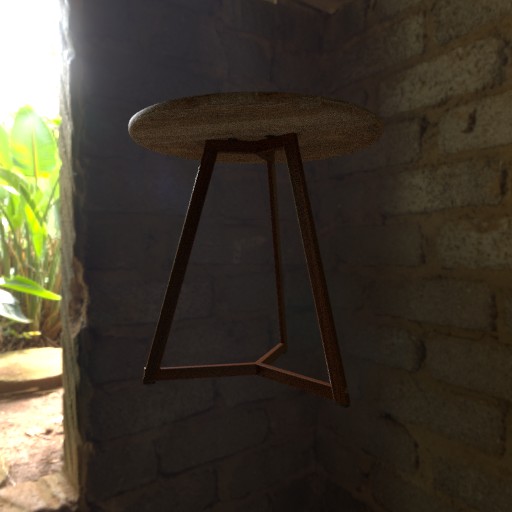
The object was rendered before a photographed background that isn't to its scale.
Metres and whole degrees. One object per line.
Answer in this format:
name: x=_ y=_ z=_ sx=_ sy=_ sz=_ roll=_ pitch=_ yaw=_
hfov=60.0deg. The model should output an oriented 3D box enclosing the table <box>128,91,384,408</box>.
table: x=0.000 y=0.000 z=0.910 sx=0.500 sy=0.500 sz=0.500 roll=0 pitch=1 yaw=0
